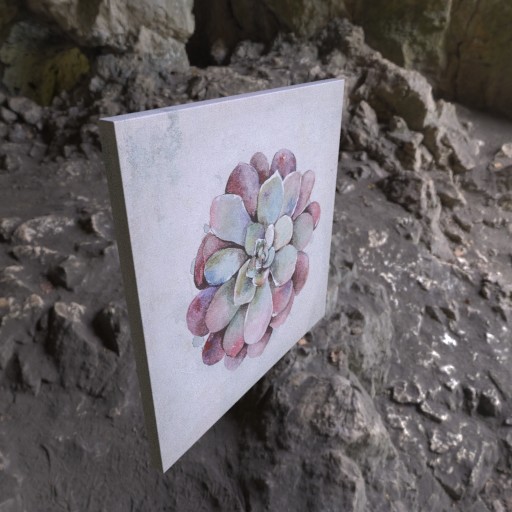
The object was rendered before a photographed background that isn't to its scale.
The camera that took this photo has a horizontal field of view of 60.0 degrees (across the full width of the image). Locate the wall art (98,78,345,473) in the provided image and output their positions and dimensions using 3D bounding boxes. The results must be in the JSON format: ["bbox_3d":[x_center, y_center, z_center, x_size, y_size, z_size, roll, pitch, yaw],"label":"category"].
[{"bbox_3d":[0.000,0.000,1.098,0.041,0.762,0.762,18,32,31],"label":"wall art"}]
